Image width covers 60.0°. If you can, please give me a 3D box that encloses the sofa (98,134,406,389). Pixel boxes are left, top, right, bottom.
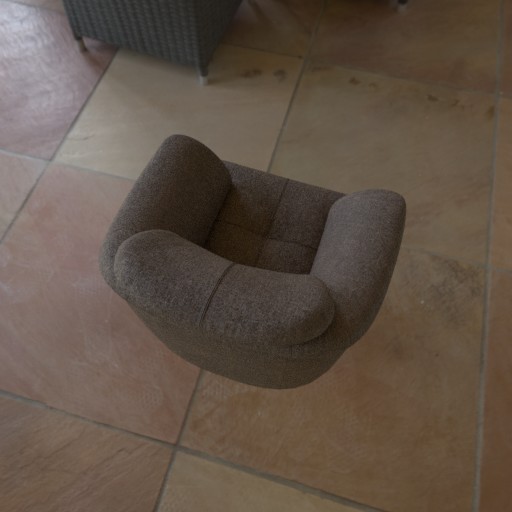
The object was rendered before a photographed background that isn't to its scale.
[{"bbox_3d":[0.000,0.000,1.514,0.870,0.811,0.794,17,65,8],"label":"sofa"}]
